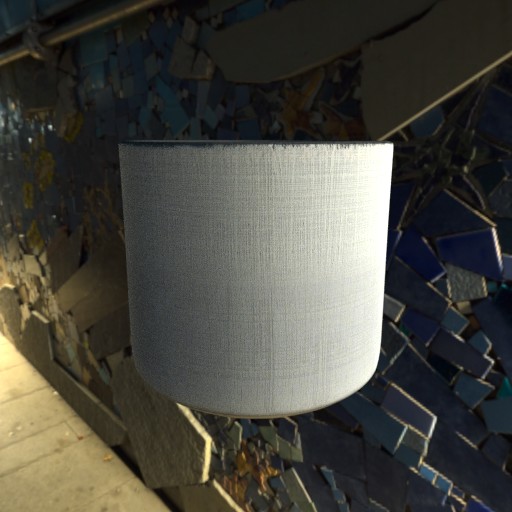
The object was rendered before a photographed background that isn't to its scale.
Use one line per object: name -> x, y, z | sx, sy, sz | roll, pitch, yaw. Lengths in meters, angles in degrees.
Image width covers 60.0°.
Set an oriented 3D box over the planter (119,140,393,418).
planter -> 0.000, 0.000, 0.398 | 0.226, 0.201, 0.226 | 0, 15, 0
